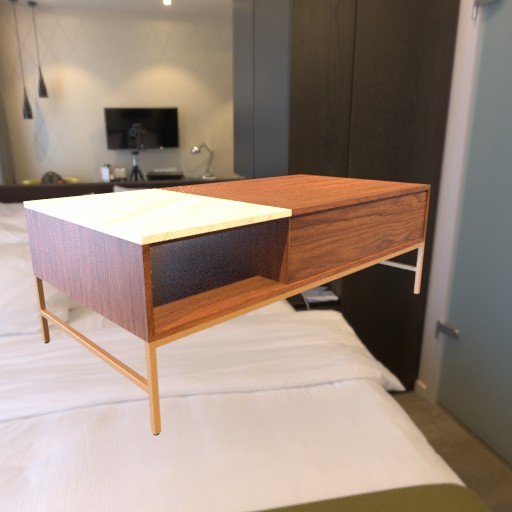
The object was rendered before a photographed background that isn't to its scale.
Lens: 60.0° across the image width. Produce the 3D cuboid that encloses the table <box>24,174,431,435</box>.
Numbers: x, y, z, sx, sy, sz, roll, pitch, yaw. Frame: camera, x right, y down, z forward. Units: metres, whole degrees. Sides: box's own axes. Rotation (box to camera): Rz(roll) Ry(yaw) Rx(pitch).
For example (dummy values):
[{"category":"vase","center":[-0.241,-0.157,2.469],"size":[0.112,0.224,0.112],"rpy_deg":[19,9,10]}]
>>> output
[{"category":"table","center":[0.000,0.000,1.913],"size":[0.789,0.551,1.553],"rpy_deg":[15,21,43]}]
